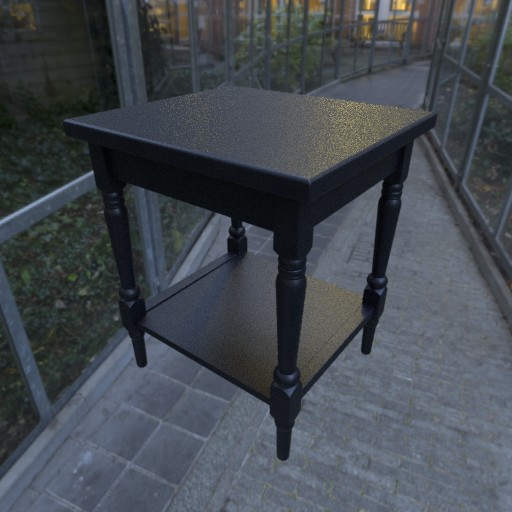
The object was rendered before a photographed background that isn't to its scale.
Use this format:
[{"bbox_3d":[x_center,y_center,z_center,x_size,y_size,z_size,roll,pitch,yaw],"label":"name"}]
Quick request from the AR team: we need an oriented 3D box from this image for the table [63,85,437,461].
[{"bbox_3d":[0.000,0.000,0.913,0.488,0.565,0.442,21,36,32],"label":"table"}]
